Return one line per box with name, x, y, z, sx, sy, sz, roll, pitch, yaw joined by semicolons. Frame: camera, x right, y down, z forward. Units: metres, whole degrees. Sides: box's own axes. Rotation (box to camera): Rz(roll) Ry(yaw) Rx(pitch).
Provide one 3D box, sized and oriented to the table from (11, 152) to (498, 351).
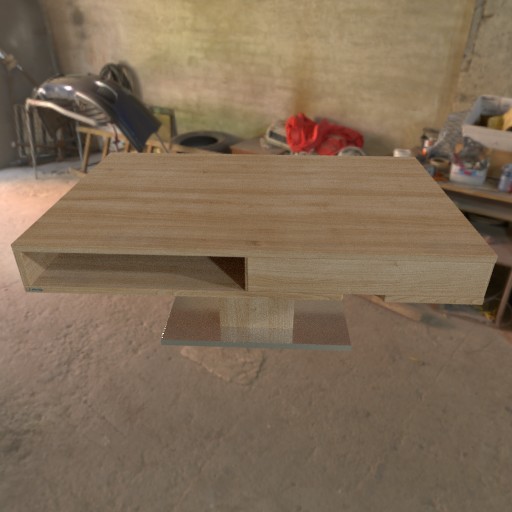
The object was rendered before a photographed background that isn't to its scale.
table;0.000;0.000;1.410;1.100;0.440;0.700;1;30;2
